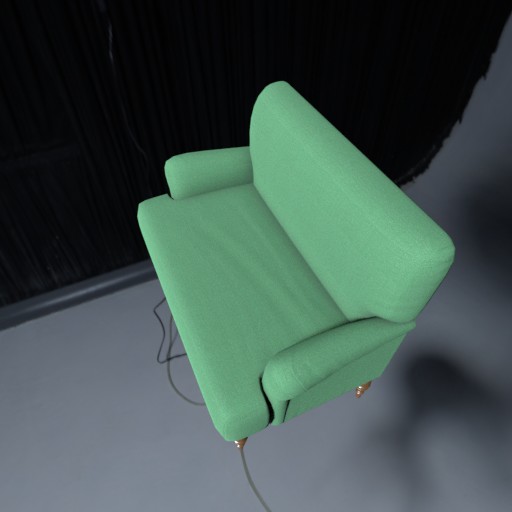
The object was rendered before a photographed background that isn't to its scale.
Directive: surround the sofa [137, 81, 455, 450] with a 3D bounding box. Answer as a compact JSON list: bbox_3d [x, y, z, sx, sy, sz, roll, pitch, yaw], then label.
[{"bbox_3d":[0.000,0.000,1.837,0.779,0.889,1.297,-18,49,-16],"label":"sofa"}]
